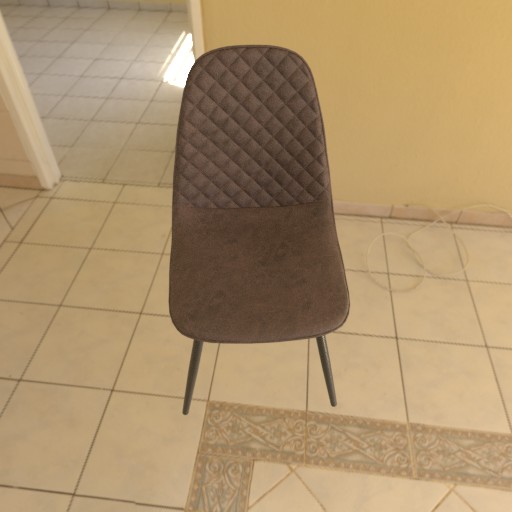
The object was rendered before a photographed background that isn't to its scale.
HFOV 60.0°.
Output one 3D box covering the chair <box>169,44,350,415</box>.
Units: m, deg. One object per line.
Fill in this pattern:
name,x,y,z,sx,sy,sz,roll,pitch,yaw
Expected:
chair,0.000,0.000,1.187,0.472,0.889,0.561,-2,46,-2
